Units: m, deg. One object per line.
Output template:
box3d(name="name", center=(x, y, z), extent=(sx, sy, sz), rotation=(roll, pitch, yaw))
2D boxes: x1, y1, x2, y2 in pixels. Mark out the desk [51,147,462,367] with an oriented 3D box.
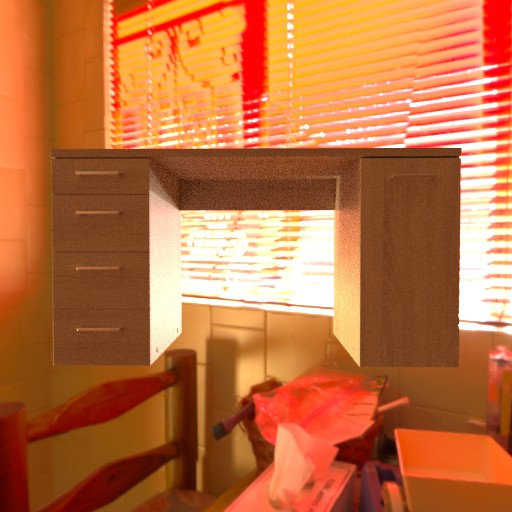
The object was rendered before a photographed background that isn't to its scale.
box3d(name="desk", center=(0.000, 0.000, 1.772), extent=(1.390, 0.740, 0.600), rotation=(0, 1, 1))
